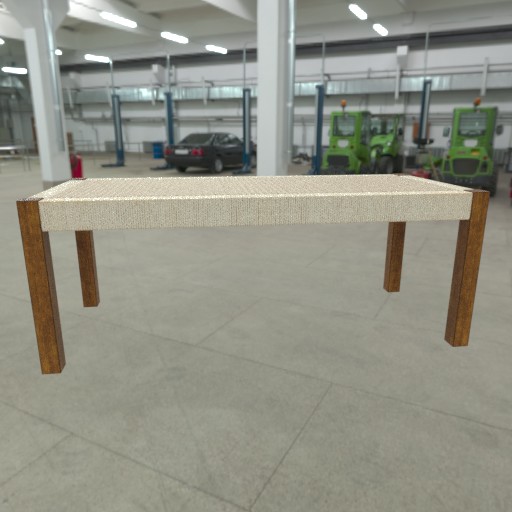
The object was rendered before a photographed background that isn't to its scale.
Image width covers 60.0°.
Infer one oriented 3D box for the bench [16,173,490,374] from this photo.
[{"bbox_3d":[0.000,0.000,1.414,1.198,0.457,0.507,-2,16,-7],"label":"bench"}]
